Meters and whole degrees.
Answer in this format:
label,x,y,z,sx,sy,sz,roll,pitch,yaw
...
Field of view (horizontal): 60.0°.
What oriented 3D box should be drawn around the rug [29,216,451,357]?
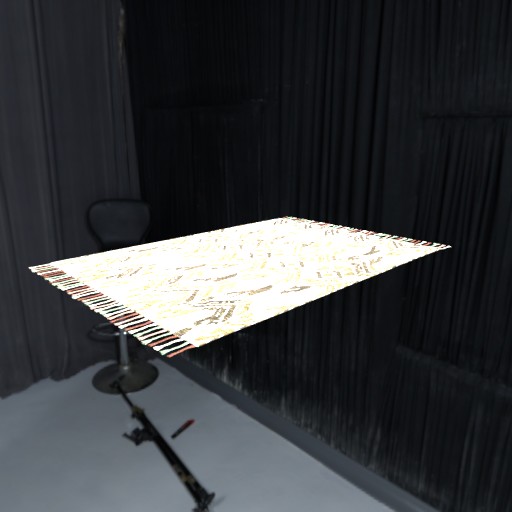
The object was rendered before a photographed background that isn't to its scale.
label,x,y,z,sx,sy,sz,roll,pitch,yaw
rug,0.000,0.000,2.265,1.829,0.008,1.219,-15,22,-42
